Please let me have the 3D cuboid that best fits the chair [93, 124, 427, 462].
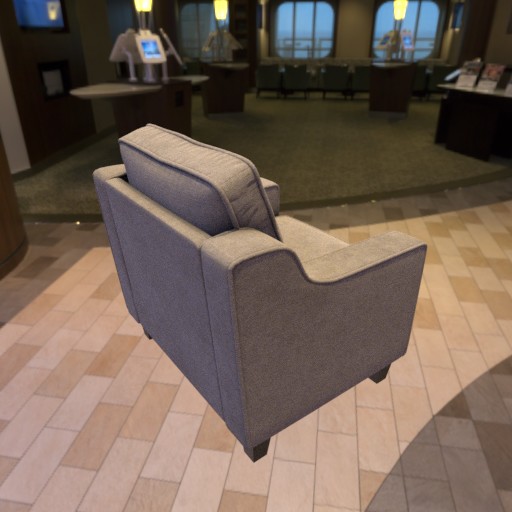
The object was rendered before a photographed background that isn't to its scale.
[{"bbox_3d":[0.000,0.000,1.664,0.840,0.944,0.926,-19,32,-32],"label":"chair"}]
